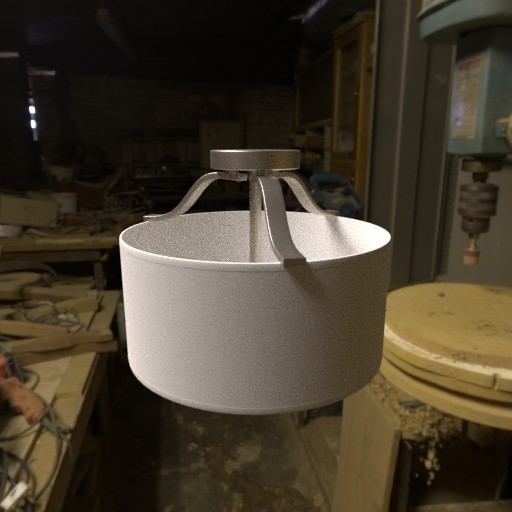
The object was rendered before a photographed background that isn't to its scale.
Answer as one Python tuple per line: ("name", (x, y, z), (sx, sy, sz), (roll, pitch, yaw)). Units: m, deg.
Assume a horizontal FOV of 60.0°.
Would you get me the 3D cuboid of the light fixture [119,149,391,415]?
("light fixture", (0.000, 0.000, 0.653), (0.395, 0.304, 0.395), (0, 14, 0))
